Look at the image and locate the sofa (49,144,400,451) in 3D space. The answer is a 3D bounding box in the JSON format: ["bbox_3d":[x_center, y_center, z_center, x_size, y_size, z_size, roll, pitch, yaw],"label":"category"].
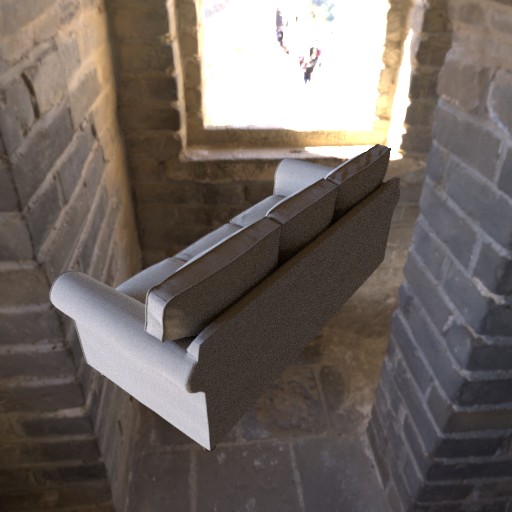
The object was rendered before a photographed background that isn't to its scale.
[{"bbox_3d":[0.000,0.000,2.609,0.916,0.961,2.084,22,39,30],"label":"sofa"}]
